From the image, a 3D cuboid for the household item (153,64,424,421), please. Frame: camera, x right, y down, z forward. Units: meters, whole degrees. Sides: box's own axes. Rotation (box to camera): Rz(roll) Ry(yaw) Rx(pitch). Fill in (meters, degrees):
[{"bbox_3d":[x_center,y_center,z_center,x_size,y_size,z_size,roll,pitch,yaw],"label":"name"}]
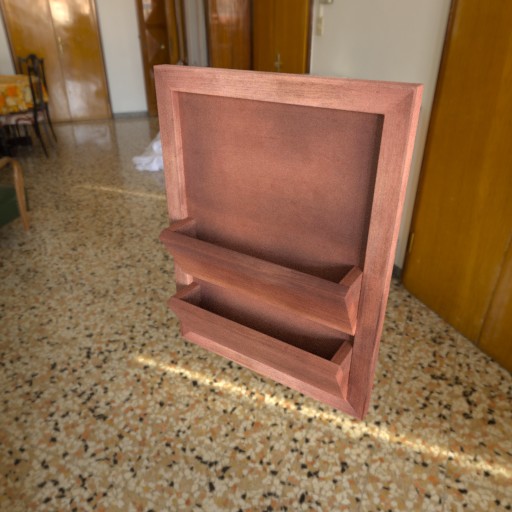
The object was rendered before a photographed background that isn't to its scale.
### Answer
[{"bbox_3d":[0.000,0.000,0.536,0.310,0.407,0.067,17,33,29],"label":"household item"}]
